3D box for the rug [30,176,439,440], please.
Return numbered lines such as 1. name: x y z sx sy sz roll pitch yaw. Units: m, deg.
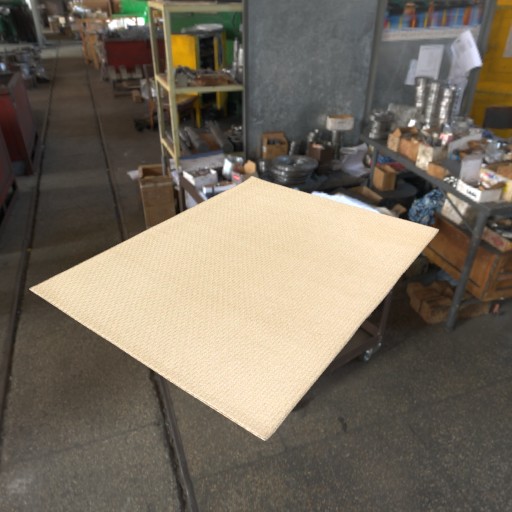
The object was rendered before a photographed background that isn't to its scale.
1. rug: 0.000 0.000 3.871 2.277 0.035 2.897 21 38 30
